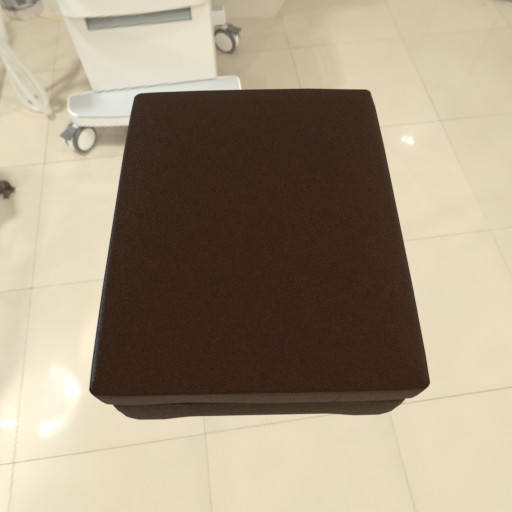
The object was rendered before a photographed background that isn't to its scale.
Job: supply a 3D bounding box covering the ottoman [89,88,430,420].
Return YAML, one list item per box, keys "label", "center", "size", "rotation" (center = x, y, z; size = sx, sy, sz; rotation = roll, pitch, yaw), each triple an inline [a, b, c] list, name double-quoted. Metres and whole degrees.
- label: "ottoman"
  center: [0.000, 0.000, 1.764]
  size: [0.967, 0.730, 1.187]
  rotation: [-1, 62, -1]
